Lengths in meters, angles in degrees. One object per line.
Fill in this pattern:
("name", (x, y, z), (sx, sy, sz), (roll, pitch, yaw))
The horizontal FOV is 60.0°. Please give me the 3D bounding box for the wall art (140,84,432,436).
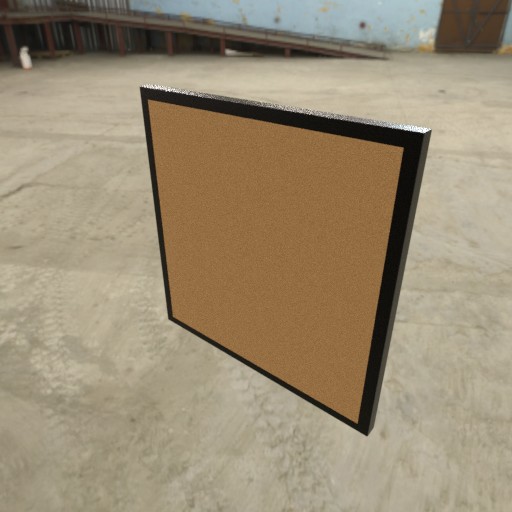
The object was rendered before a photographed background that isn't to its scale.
("wall art", (0.000, 0.000, 1.147), (0.755, 0.761, 0.038), (22, 36, 33))
